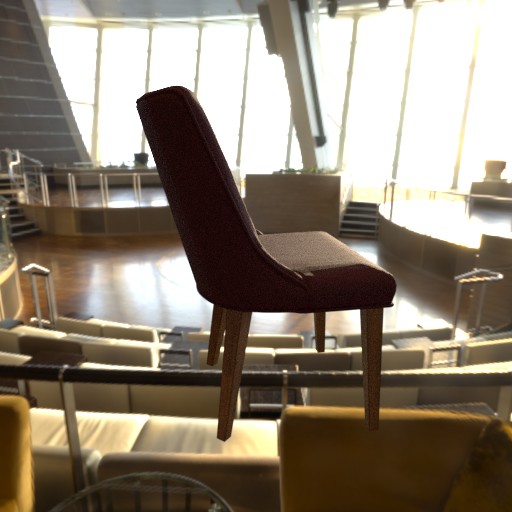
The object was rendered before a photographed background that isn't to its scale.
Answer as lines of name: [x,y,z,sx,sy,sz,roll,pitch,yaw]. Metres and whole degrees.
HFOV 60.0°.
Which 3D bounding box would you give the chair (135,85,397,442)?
chair: [0.000,0.000,1.326,0.638,0.916,0.548,-3,15,-10]
